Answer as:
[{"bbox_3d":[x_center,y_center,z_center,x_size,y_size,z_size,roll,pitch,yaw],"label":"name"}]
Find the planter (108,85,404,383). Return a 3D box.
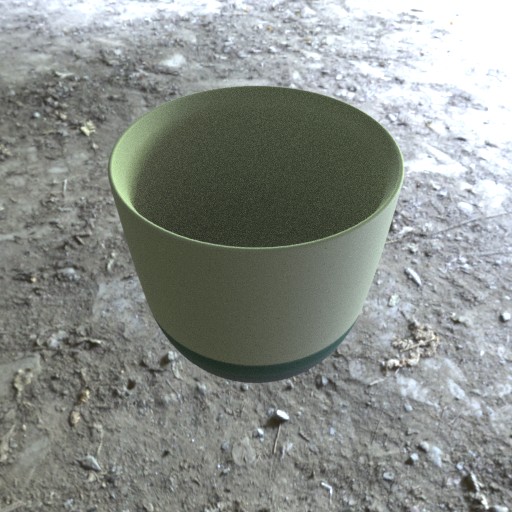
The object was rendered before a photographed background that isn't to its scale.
[{"bbox_3d":[0.000,0.000,0.387,0.204,0.214,0.204,0,45,0],"label":"planter"}]
